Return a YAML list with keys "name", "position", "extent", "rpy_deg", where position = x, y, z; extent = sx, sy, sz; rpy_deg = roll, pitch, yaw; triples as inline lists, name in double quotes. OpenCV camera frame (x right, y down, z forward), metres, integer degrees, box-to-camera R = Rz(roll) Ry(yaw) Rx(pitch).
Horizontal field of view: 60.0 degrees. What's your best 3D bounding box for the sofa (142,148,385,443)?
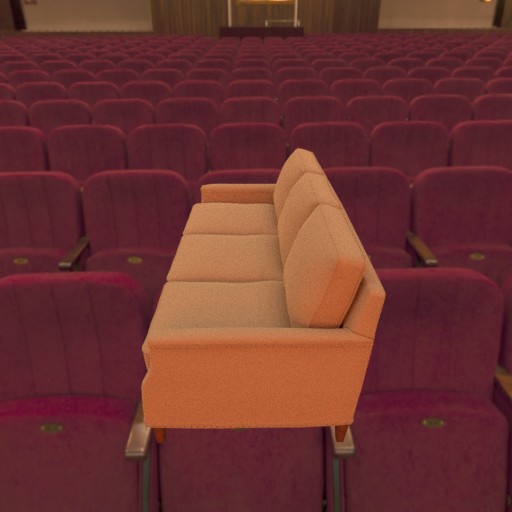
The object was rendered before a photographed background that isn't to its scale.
- name: "sofa"
  position: [0.000, 0.000, 2.934]
  extent: [1.084, 1.003, 2.246]
  rpy_deg: [0, 26, 0]
